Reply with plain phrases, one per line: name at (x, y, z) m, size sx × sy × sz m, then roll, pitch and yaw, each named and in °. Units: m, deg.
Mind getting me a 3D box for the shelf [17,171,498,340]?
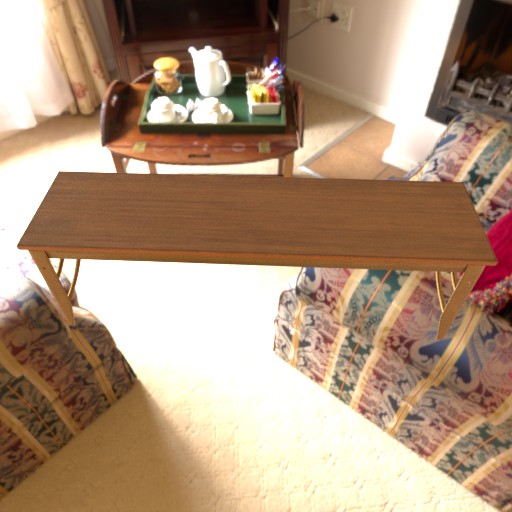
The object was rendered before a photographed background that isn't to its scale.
shelf at (0.000, 0.000, 0.710) m, size 0.636 × 0.190 × 0.166 m, roll 2°, pitch 48°, yaw 2°
